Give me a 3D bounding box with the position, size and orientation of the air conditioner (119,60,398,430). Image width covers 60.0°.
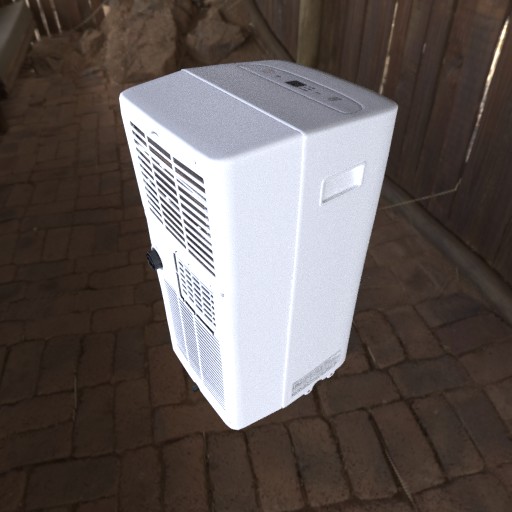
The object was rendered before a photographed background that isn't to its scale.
[{"bbox_3d":[0.000,0.000,0.819,0.349,0.606,0.304,-24,45,-27],"label":"air conditioner"}]
